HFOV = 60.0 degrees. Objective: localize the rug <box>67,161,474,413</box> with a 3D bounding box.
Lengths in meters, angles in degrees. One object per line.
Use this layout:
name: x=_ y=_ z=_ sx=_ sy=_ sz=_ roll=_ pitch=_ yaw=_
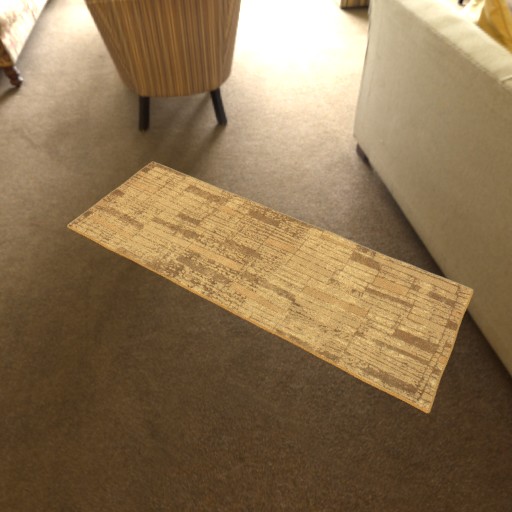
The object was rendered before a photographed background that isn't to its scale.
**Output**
rug: x=0.000 y=0.000 z=2.697 sx=2.383 sy=0.018 sz=0.857 roll=24 pitch=51 yaw=21
